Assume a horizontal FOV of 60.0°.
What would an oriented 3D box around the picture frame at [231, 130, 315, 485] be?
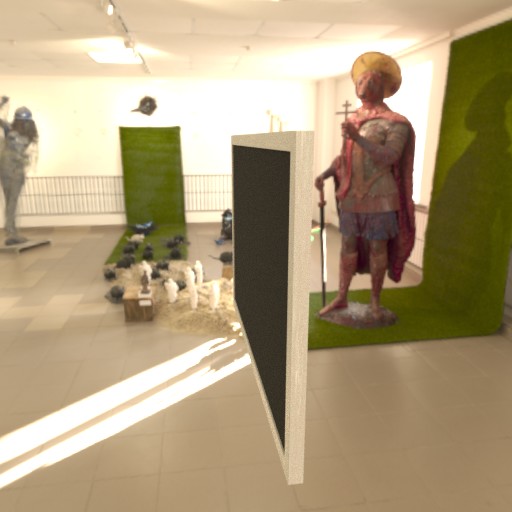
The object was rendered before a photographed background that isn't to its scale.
[{"bbox_3d":[0.000,0.000,1.205,0.029,0.640,0.950,-2,15,-9],"label":"picture frame"}]
